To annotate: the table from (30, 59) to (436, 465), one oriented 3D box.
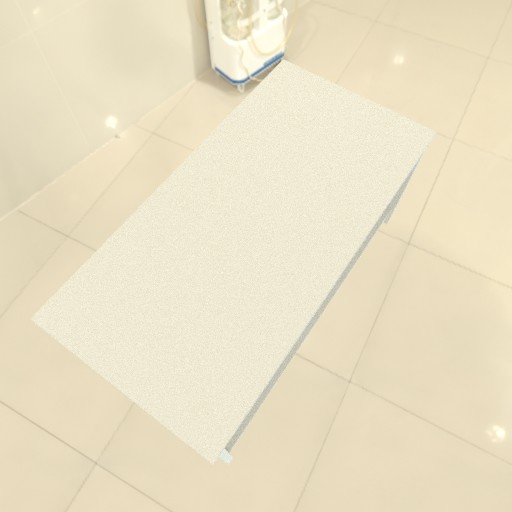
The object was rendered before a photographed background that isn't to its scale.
[{"bbox_3d":[0.000,0.000,1.280,0.500,0.441,1.000,32,67,15],"label":"table"}]
